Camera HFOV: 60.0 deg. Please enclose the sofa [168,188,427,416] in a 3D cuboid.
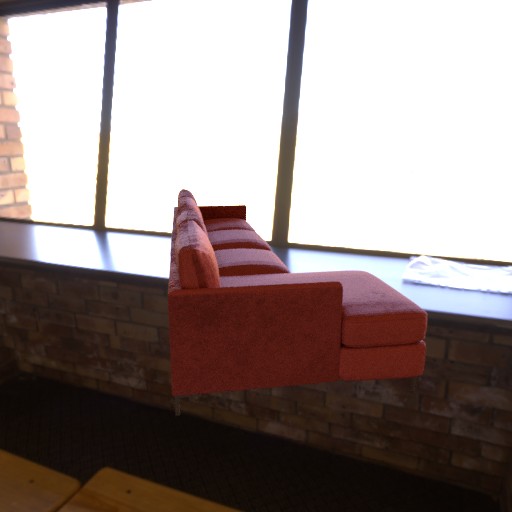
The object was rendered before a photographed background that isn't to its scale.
[{"bbox_3d":[0.000,0.000,4.064,1.500,0.967,3.400,-2,15,-9],"label":"sofa"}]
